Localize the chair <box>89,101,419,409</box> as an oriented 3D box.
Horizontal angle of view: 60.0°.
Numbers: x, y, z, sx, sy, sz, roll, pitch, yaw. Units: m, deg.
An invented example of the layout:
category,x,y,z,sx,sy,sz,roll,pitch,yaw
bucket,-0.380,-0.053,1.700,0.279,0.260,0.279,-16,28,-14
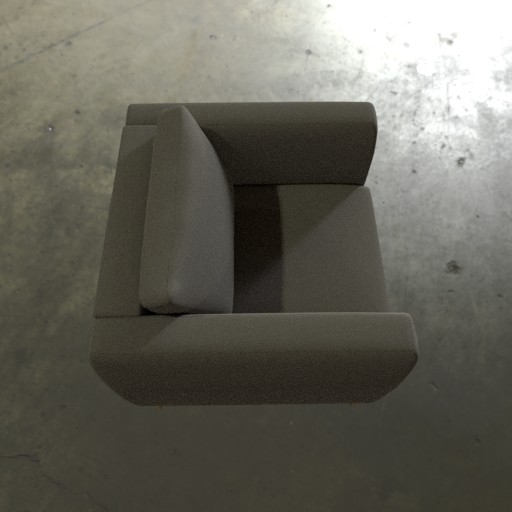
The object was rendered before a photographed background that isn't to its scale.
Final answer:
category,x,y,z,sx,sy,sz,roll,pitch,yaw
chair,0.000,0.000,1.654,0.930,0.860,1.000,-1,63,0
